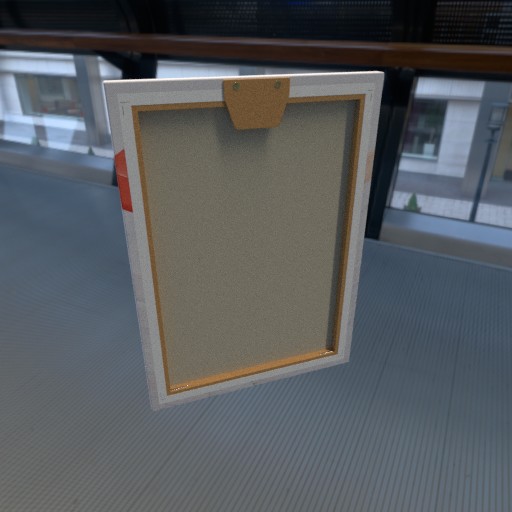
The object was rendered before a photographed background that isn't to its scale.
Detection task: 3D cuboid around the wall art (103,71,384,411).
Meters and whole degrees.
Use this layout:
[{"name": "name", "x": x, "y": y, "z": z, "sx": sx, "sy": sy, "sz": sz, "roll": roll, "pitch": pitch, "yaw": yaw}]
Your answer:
[{"name": "wall art", "x": 0.000, "y": 0.000, "z": 1.123, "sx": 0.613, "sy": 0.848, "sz": 0.036, "roll": -9, "pitch": 29, "yaw": -17}]
